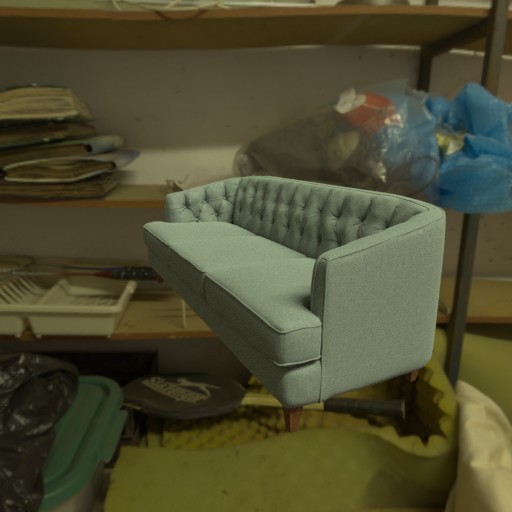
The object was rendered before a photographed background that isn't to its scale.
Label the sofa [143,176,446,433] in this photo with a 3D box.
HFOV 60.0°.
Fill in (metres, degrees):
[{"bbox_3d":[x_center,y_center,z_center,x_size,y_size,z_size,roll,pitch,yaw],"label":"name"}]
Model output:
[{"bbox_3d":[0.000,0.000,2.717,0.941,0.855,2.278,-7,16,-25],"label":"sofa"}]
